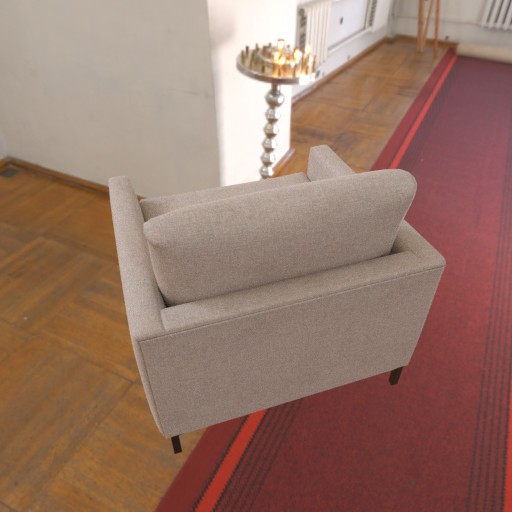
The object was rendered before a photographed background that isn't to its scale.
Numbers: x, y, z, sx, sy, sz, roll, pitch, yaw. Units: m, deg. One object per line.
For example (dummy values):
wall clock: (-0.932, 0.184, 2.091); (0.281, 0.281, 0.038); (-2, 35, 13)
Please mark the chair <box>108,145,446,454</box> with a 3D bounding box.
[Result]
chair: (0.000, 0.000, 1.647); (0.963, 0.861, 0.866); (-12, 41, -14)
